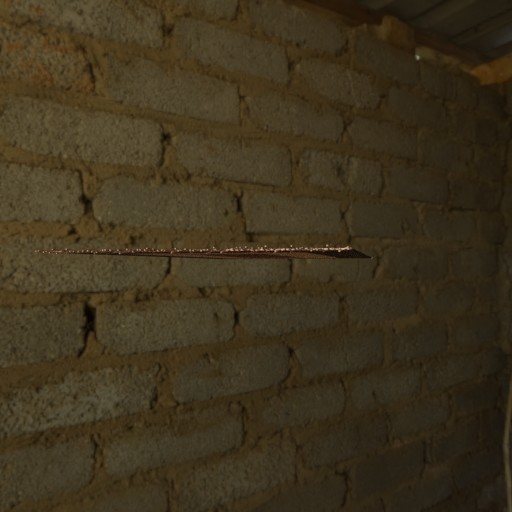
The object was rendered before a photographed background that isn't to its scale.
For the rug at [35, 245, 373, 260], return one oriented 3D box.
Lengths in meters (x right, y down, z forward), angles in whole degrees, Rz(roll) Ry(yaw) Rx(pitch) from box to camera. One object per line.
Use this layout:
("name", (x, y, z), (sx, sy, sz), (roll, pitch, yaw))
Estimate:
("rug", (0.000, 0.000, 2.524), (1.224, 0.027, 2.021), (0, -1, 17))
